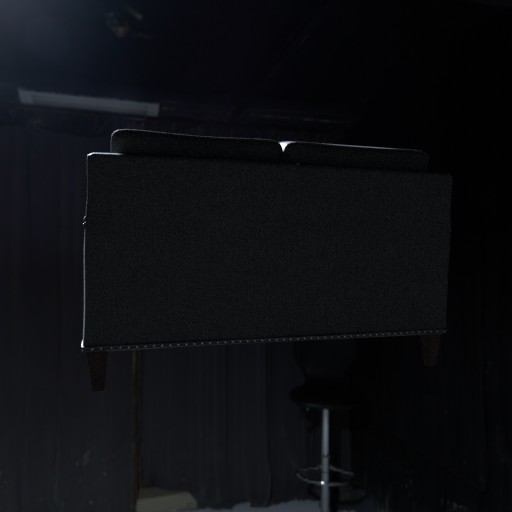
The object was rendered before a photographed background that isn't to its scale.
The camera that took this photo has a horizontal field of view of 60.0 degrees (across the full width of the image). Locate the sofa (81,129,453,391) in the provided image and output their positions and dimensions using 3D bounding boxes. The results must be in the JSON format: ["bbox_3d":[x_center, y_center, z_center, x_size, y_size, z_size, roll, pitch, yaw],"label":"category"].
[{"bbox_3d":[0.000,0.000,2.241,1.597,1.003,1.084,0,0,-15],"label":"sofa"}]
